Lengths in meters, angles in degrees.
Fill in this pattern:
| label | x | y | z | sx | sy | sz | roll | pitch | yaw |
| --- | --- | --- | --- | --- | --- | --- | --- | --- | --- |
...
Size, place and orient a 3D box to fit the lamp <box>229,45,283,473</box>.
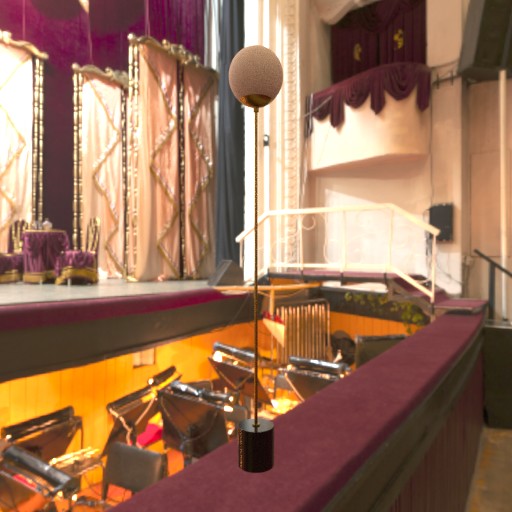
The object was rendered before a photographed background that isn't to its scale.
| label | x | y | z | sx | sy | sz | roll | pitch | yaw |
| --- | --- | --- | --- | --- | --- | --- | --- | --- | --- |
| lamp | 0.000 | 0.000 | 1.860 | 0.229 | 1.748 | 0.229 | 0 | 0 | 38 |
